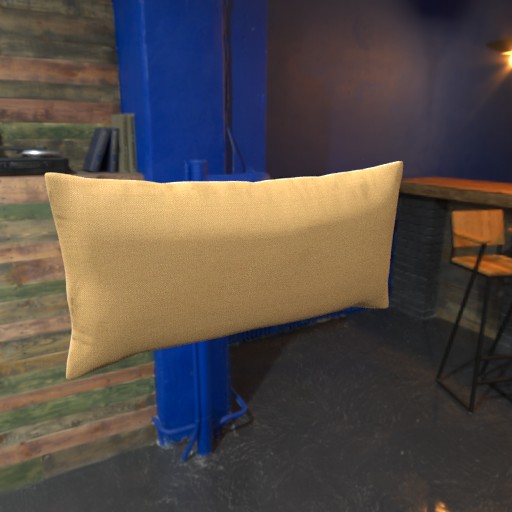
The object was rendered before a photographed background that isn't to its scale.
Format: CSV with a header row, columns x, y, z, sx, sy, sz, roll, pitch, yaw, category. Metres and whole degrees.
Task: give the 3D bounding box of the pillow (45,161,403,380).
x,y,z,sx,sy,sz,roll,pitch,yaw,category
0.000,0.000,0.729,0.608,0.291,0.151,-8,17,-26,pillow
